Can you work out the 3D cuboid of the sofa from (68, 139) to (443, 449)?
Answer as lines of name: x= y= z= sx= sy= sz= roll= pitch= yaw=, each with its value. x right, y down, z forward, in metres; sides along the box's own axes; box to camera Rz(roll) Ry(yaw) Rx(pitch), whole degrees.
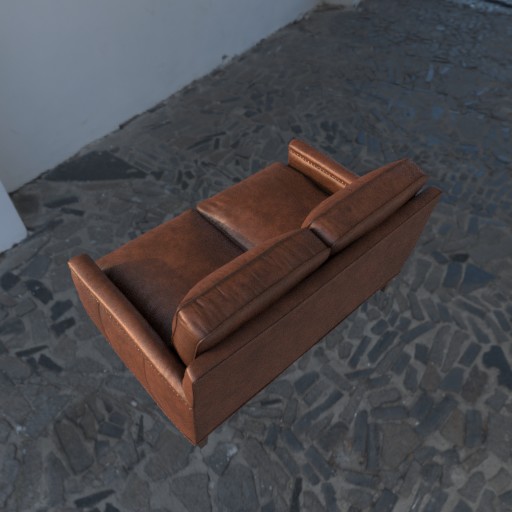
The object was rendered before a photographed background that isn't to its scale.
sofa: x=0.000 y=0.000 z=2.328 sx=1.628 sy=1.003 sz=1.083 roll=-34 pitch=56 yaw=-27
